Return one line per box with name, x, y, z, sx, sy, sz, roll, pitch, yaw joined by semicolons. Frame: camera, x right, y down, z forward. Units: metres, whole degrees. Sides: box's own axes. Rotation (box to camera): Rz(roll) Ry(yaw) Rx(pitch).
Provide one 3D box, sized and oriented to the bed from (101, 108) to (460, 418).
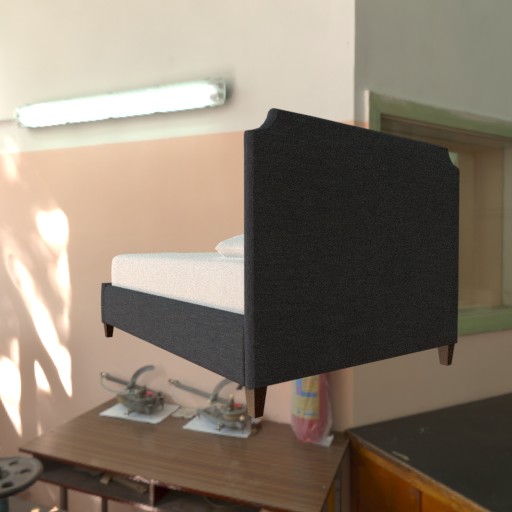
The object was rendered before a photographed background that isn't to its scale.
bed;0.000;0.000;3.417;1.713;1.443;2.372;-1;1;-35
